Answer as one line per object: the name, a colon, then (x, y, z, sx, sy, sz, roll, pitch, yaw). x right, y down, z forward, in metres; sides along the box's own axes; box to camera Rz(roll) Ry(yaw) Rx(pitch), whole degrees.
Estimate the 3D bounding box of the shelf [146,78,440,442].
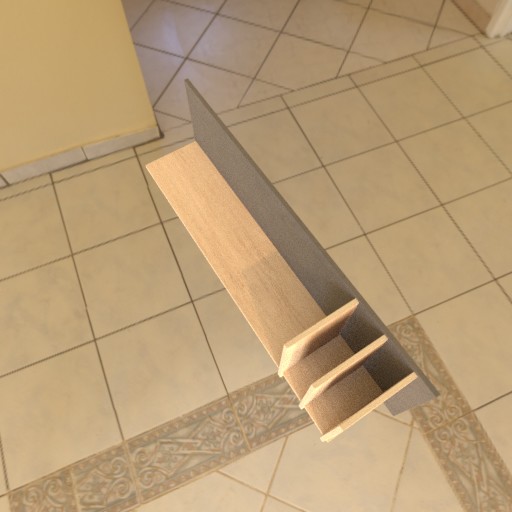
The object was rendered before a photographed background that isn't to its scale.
shelf: (0.000, 0.000, 1.163, 0.200, 0.300, 1.020, -30, 67, -14)
